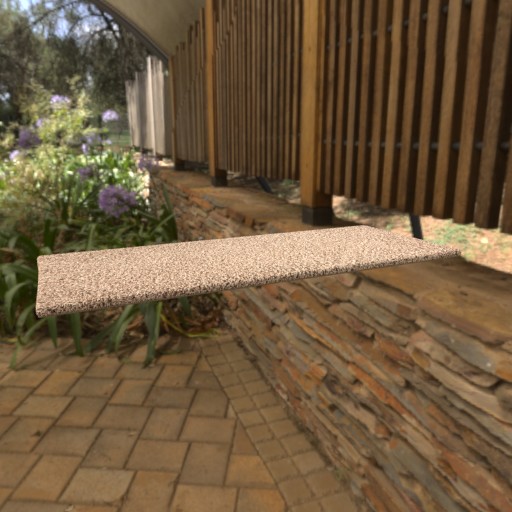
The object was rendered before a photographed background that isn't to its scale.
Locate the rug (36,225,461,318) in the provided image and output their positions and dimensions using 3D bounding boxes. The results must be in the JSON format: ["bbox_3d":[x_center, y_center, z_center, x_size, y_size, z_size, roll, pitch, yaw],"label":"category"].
[{"bbox_3d":[0.000,0.000,1.708,1.524,0.030,0.609,-7,16,-24],"label":"rug"}]
